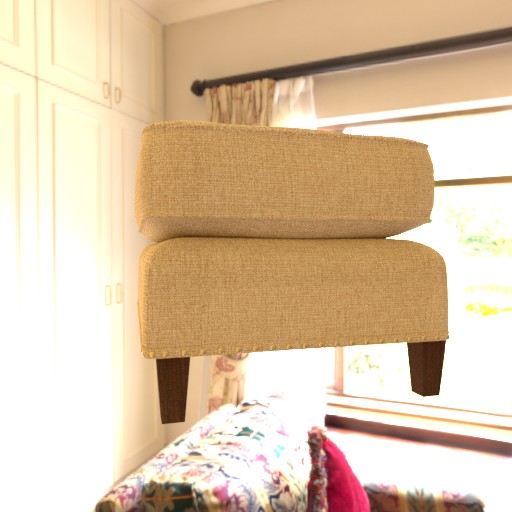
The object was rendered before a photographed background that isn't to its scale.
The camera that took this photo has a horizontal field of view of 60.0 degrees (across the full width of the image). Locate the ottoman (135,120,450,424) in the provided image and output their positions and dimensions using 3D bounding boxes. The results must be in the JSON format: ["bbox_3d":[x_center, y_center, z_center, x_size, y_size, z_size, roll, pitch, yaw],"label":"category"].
[{"bbox_3d":[0.000,0.000,1.118,0.589,0.537,0.738,0,1,-15],"label":"ottoman"}]
